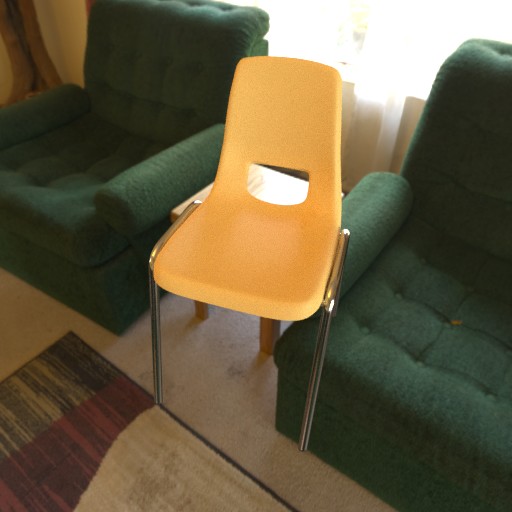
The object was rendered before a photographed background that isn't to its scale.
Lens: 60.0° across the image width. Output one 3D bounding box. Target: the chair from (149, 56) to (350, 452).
[{"bbox_3d":[0.000,0.000,0.959,0.381,0.704,0.436,12,42,14],"label":"chair"}]
